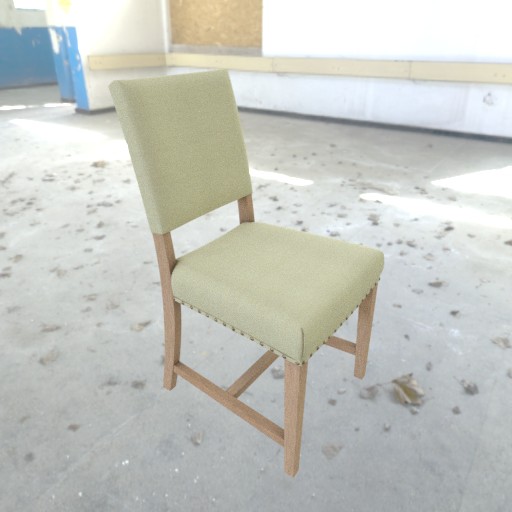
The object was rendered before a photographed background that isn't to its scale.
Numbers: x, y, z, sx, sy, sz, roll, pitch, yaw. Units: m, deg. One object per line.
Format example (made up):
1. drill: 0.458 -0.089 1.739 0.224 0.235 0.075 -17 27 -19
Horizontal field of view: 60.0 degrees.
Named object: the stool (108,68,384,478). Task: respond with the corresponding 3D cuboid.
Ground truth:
1. stool: 0.000 0.000 1.326 0.623 0.986 0.508 18 32 31
